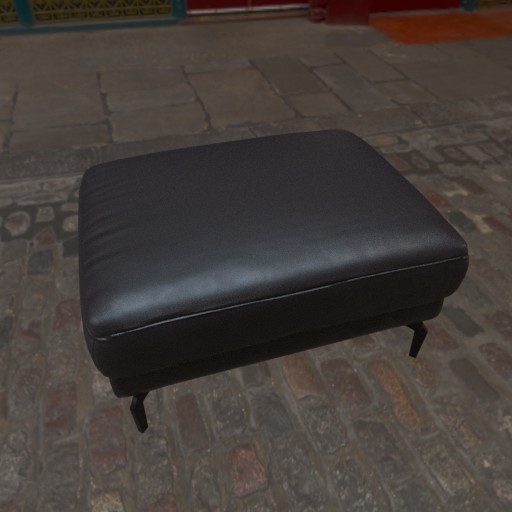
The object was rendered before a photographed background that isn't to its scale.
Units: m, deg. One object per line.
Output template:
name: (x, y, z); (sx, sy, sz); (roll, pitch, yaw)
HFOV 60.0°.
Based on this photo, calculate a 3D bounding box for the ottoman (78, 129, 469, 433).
ottoman: (0.000, 0.000, 1.073); (0.764, 0.402, 0.570); (-11, 42, -13)
